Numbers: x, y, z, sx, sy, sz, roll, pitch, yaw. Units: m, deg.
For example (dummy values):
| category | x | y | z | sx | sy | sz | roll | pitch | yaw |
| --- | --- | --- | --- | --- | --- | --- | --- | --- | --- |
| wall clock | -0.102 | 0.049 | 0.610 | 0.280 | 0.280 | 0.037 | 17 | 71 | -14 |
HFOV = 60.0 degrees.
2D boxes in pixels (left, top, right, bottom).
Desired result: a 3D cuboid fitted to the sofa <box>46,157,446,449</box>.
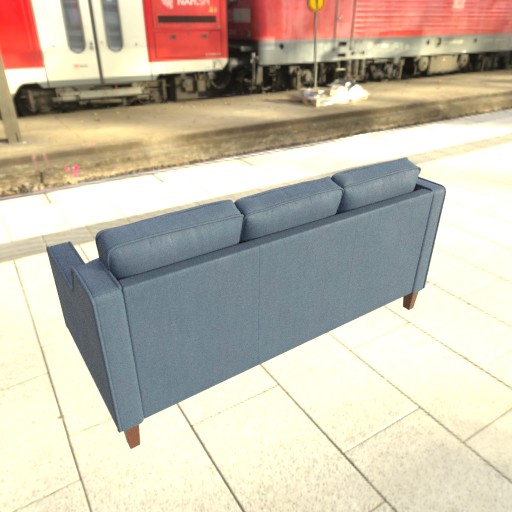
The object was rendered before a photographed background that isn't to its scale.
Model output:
| category | x | y | z | sx | sy | sz | roll | pitch | yaw |
| --- | --- | --- | --- | --- | --- | --- | --- | --- | --- |
| sofa | 0.000 | 0.000 | 2.489 | 1.986 | 0.974 | 0.911 | -18 | 33 | -30 |
